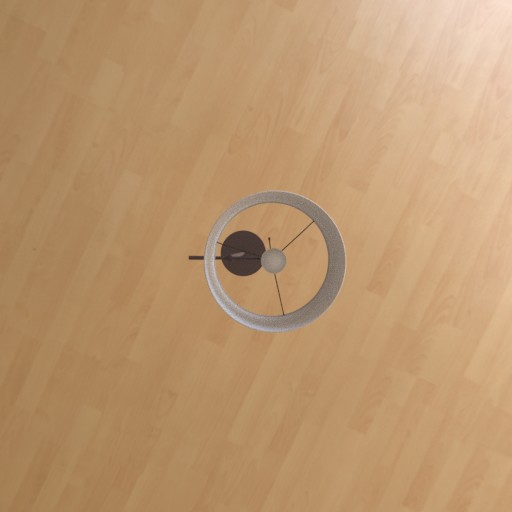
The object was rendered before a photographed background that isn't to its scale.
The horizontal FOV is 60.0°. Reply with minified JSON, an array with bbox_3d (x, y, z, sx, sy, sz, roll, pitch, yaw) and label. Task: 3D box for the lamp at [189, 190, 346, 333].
[{"bbox_3d":[0.000,0.000,1.801,0.416,1.600,0.324,0,91,0],"label":"lamp"}]
